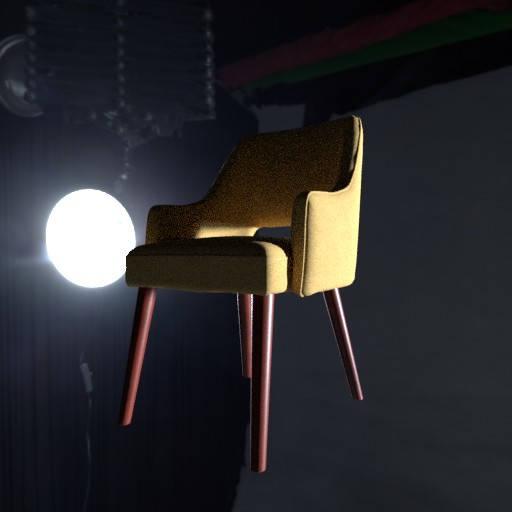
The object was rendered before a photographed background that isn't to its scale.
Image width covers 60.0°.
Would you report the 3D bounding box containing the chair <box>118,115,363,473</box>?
[{"bbox_3d":[0.000,0.000,1.239,0.548,0.849,0.605,0,1,35],"label":"chair"}]
